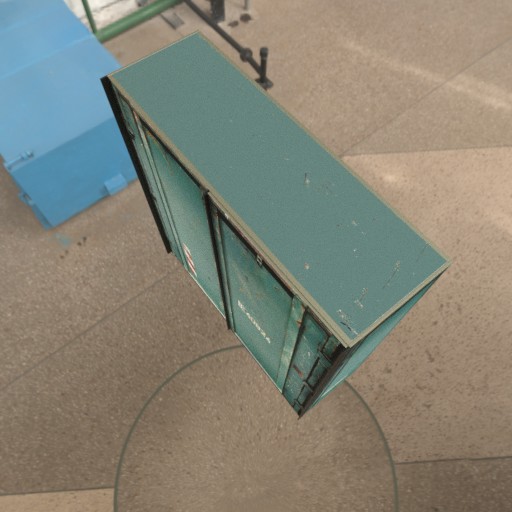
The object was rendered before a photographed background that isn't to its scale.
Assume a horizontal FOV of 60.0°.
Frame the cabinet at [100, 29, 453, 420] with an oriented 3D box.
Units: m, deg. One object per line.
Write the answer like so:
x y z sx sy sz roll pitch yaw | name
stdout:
0.000 0.000 3.206 0.680 2.160 2.000 -35 68 -16 | cabinet
